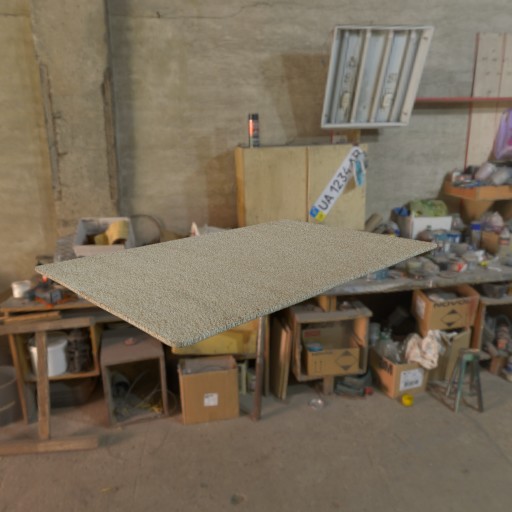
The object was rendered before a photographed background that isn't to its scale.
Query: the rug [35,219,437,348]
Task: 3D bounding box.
[{"bbox_3d":[0.000,0.000,2.998,1.500,0.026,2.349,14,21,43],"label":"rug"}]
